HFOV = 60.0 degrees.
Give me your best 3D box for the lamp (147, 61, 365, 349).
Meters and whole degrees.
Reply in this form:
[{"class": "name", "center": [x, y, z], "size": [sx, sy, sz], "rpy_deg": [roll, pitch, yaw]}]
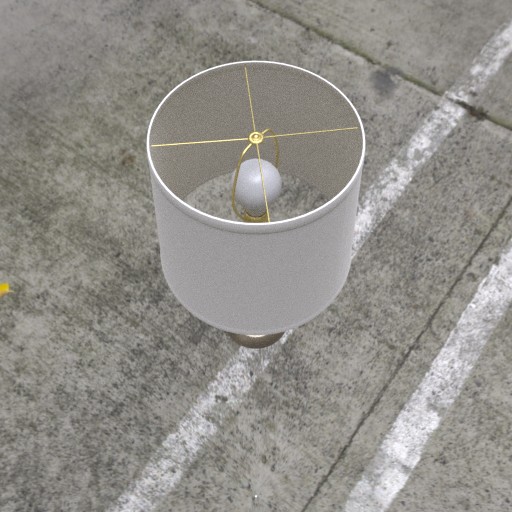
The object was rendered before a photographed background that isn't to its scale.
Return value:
[{"class": "lamp", "center": [0.000, 0.000, 0.805], "size": [0.328, 0.619, 0.328], "rpy_deg": [0, 62, 0]}]
